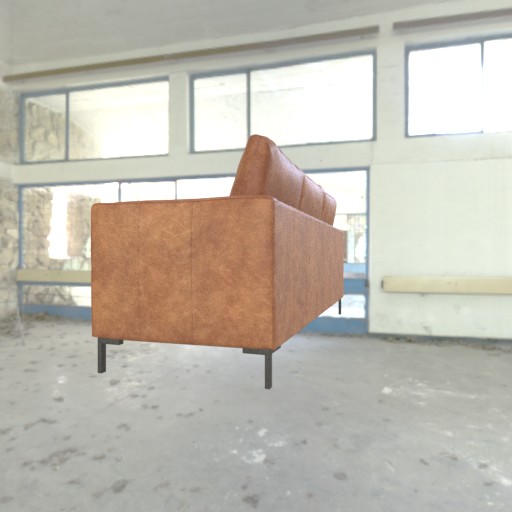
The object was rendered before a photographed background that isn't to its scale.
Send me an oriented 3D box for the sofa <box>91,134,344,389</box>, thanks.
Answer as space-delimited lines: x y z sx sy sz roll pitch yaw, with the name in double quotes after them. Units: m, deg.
0.000 0.000 2.472 0.748 0.863 2.029 0 0 18 "sofa"
